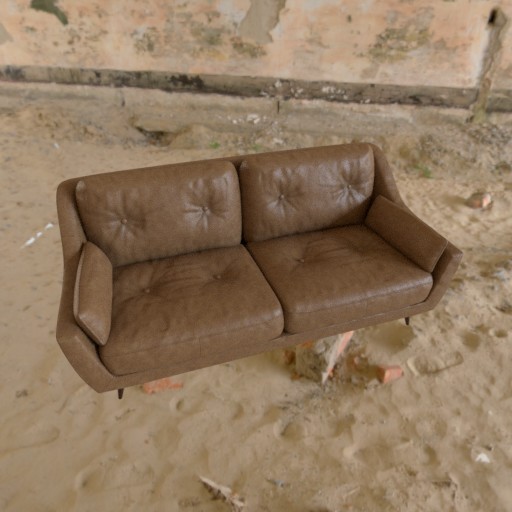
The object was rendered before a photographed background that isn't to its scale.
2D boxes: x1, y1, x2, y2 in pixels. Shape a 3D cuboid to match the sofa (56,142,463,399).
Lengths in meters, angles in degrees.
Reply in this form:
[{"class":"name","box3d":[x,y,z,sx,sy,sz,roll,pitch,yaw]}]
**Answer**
[{"class":"sofa","box3d":[0.000,0.000,2.322,1.902,0.839,0.904,-11,35,-16]}]
